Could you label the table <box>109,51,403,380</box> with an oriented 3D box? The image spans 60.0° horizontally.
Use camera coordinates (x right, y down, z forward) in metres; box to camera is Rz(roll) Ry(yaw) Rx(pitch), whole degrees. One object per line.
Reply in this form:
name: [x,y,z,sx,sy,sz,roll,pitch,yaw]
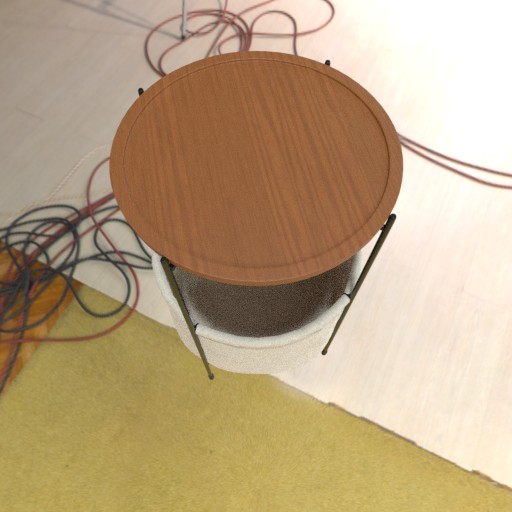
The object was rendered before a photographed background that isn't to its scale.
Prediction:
table: [0.000,0.000,0.862,0.393,0.623,0.393,-11,63,-6]
